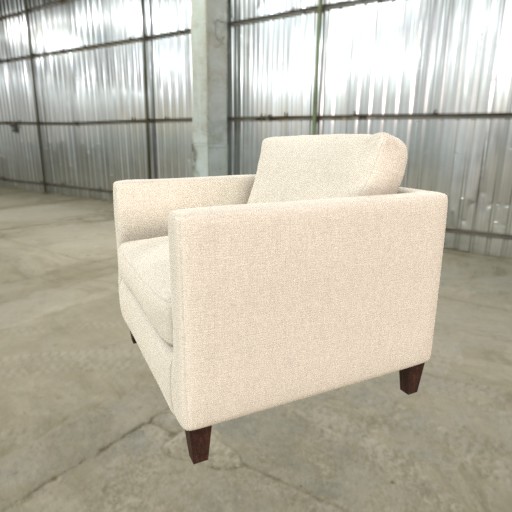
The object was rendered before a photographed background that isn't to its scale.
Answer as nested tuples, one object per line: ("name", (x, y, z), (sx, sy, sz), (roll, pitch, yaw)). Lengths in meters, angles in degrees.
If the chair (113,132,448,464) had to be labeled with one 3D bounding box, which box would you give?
("chair", (0.000, 0.000, 1.722), (0.959, 0.919, 0.996), (-7, 16, -25))
